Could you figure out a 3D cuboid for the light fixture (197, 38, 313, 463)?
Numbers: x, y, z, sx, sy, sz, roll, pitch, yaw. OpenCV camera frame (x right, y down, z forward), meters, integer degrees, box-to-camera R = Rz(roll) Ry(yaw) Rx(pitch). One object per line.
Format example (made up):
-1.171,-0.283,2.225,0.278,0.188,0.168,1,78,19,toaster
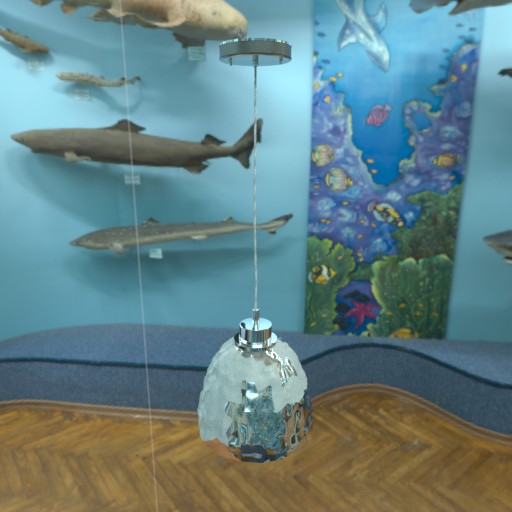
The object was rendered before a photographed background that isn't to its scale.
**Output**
0.000,0.000,1.736,0.496,1.511,0.500,3,16,9,light fixture
